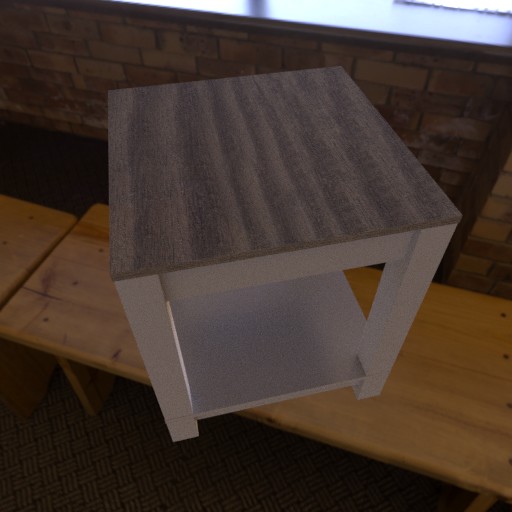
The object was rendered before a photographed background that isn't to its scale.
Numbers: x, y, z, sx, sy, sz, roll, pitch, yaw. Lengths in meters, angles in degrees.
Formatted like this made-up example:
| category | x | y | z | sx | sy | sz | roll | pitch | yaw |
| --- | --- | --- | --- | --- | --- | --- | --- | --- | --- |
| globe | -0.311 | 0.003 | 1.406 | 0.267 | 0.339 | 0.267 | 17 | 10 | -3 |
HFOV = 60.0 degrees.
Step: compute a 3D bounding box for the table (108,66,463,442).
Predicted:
| category | x | y | z | sx | sy | sz | roll | pitch | yaw |
| --- | --- | --- | --- | --- | --- | --- | --- | --- | --- |
| table | 0.000 | 0.000 | 0.993 | 0.504 | 0.587 | 0.506 | -10 | 48 | -9 |
